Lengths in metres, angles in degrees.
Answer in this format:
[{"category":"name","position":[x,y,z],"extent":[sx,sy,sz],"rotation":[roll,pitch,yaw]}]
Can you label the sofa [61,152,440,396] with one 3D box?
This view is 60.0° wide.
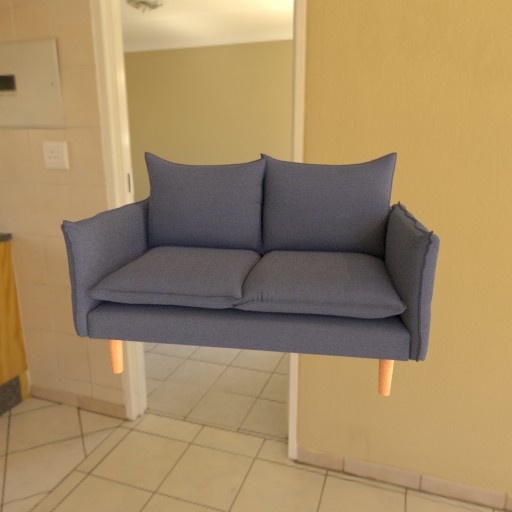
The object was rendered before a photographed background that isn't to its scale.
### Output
[{"category":"sofa","position":[0.000,0.000,1.856],"extent":[1.300,0.840,0.820],"rotation":[2,14,9]}]
